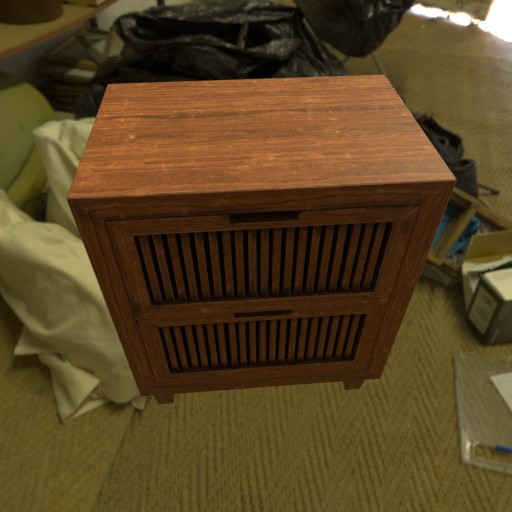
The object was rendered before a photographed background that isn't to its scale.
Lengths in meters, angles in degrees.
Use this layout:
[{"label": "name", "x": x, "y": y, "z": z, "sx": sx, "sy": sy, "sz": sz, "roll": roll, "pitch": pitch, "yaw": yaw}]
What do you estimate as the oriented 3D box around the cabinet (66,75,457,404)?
[{"label": "cabinet", "x": 0.000, "y": 0.000, "z": 1.072, "sx": 0.607, "sy": 0.695, "sz": 0.410, "roll": -3, "pitch": 45, "yaw": -3}]
